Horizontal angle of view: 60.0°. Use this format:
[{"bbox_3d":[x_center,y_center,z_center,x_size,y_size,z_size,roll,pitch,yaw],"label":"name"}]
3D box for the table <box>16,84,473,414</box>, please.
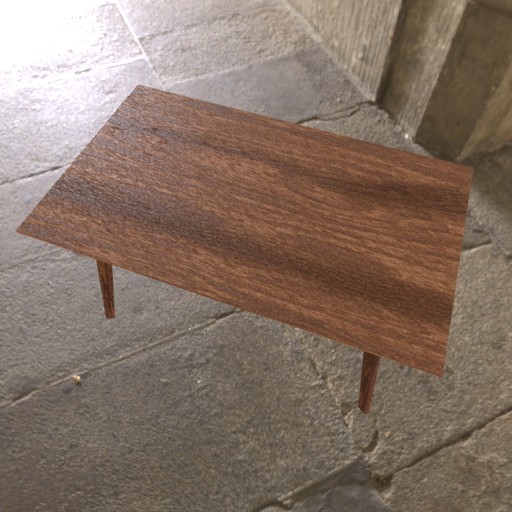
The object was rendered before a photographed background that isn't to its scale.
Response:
[{"bbox_3d":[0.000,0.000,1.801,1.349,0.724,0.801,17,59,11],"label":"table"}]
